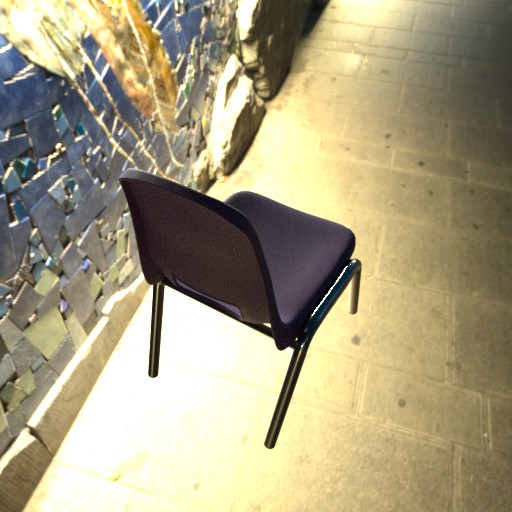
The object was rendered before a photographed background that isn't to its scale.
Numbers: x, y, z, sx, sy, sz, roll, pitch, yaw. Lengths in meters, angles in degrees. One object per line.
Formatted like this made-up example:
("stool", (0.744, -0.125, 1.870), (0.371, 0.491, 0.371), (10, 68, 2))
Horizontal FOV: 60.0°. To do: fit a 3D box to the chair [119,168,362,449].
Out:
("chair", (0.000, 0.000, 0.854), (0.356, 0.584, 0.419), (23, 51, 21))
